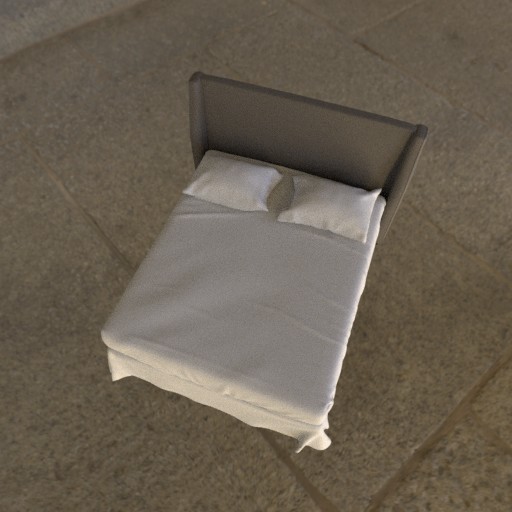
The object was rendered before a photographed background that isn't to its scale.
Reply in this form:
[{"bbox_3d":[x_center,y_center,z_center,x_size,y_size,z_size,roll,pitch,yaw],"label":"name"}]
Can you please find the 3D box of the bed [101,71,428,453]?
[{"bbox_3d":[0.000,0.000,3.440,1.925,1.332,2.276,17,60,11],"label":"bed"}]
